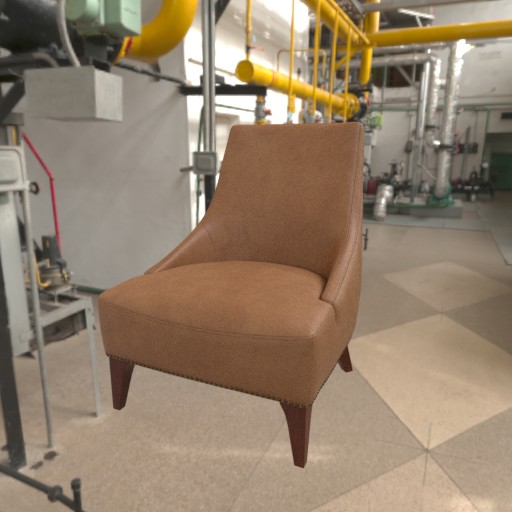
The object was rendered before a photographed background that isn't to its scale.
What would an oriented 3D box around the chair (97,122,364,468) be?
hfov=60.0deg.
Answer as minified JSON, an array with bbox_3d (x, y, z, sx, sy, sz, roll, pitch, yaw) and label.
[{"bbox_3d":[0.000,0.000,1.528,0.701,0.909,0.861,6,15,24],"label":"chair"}]
